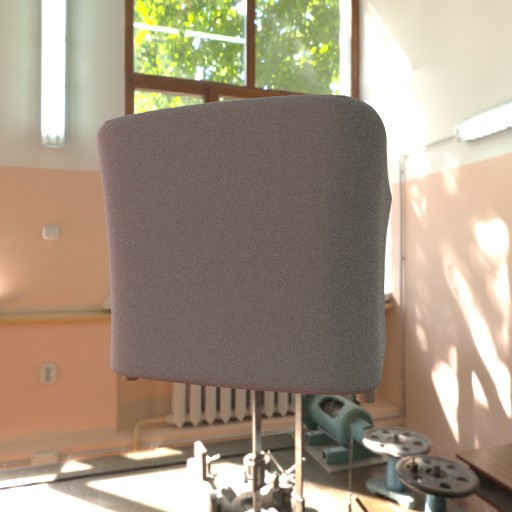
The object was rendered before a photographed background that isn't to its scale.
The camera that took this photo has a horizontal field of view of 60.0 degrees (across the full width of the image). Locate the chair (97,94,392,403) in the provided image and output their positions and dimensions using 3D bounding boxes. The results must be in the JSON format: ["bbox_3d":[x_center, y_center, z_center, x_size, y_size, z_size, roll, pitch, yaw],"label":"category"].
[{"bbox_3d":[0.000,0.000,1.349,0.790,0.720,0.700,0,0,17],"label":"chair"}]
